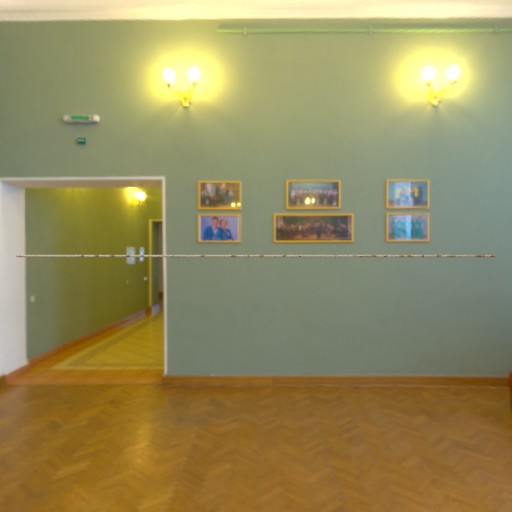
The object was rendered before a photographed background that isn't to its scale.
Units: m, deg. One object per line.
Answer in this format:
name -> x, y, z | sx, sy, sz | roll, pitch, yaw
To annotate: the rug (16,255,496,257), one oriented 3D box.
rug -> 0.000, 0.000, 3.003 | 2.435, 0.011, 1.517 | 0, 0, 0
